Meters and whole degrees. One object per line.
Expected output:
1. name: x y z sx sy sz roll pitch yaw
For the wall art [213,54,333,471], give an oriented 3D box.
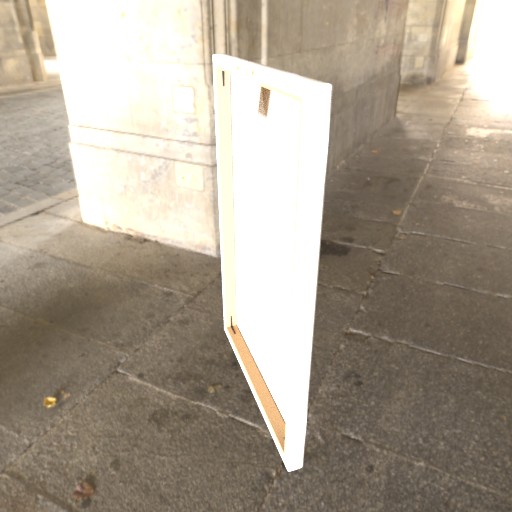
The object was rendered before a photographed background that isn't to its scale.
1. wall art: 0.000 0.000 1.135 0.048 0.902 0.602 -9 30 -16
